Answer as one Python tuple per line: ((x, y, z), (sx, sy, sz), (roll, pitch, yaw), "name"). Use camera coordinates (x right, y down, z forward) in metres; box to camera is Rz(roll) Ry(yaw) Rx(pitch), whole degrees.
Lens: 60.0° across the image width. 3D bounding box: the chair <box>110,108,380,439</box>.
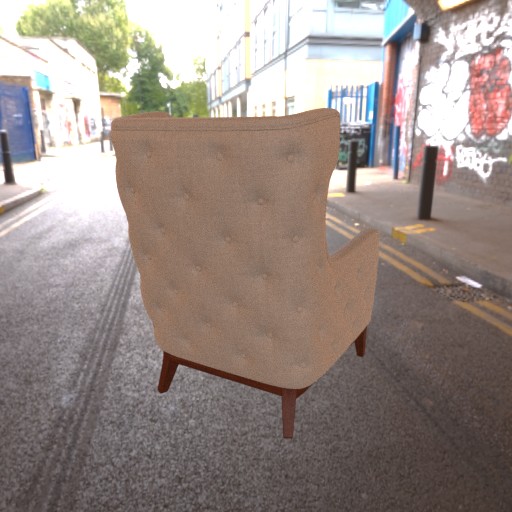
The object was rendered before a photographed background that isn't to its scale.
((0.000, 0.000, 1.736), (0.778, 1.079, 0.899), (9, 18, 28), "chair")
